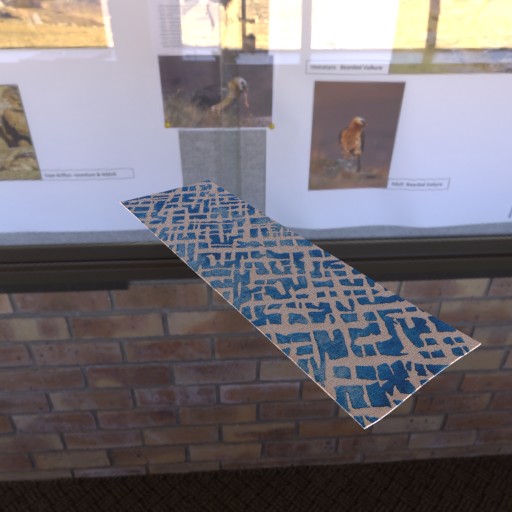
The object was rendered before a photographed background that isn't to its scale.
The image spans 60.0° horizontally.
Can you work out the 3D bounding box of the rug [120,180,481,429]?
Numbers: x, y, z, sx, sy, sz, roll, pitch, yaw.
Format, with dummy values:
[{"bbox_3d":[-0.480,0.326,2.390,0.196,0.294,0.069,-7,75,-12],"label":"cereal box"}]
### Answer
[{"bbox_3d":[0.000,0.000,2.651,0.768,0.011,2.446,-20,37,-30],"label":"rug"}]
